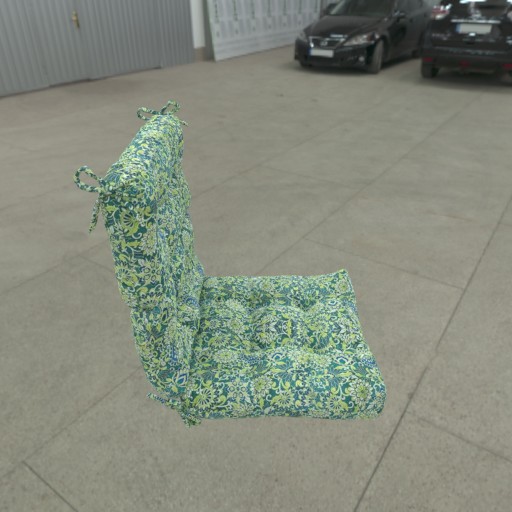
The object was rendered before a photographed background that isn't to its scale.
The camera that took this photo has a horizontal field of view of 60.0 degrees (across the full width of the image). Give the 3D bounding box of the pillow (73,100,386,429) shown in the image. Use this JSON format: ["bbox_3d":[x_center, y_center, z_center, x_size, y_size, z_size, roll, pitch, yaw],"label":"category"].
[{"bbox_3d":[0.000,0.000,1.025,0.571,0.605,0.519,0,32,0],"label":"pillow"}]
